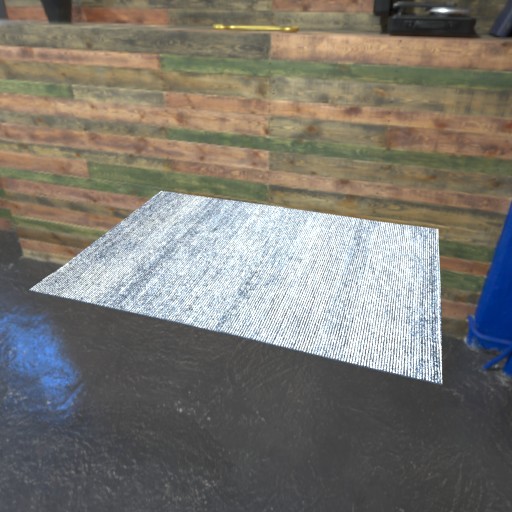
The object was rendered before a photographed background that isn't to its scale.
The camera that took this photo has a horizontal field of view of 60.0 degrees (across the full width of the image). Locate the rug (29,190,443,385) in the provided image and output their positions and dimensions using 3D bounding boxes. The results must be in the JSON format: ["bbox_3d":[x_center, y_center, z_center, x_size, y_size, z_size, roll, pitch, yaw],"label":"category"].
[{"bbox_3d":[0.000,0.000,2.990,2.349,0.030,1.624,10,32,16],"label":"rug"}]
